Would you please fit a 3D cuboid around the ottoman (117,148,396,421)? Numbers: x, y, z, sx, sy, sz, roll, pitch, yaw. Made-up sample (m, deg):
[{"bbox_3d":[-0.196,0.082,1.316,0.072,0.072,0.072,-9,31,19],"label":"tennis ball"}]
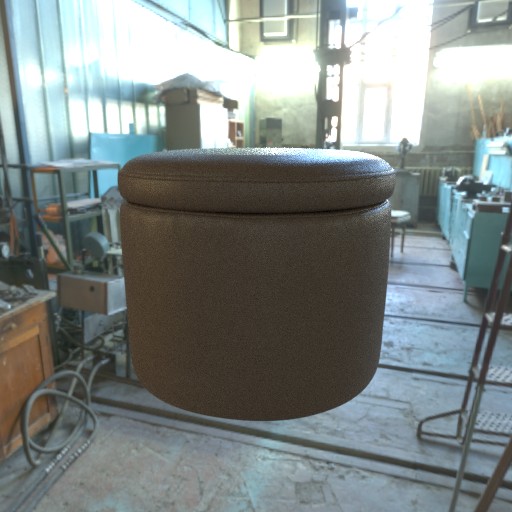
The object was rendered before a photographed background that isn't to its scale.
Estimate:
[{"bbox_3d":[0.000,0.000,0.867,0.500,0.409,0.500,0,15,0],"label":"ottoman"}]
